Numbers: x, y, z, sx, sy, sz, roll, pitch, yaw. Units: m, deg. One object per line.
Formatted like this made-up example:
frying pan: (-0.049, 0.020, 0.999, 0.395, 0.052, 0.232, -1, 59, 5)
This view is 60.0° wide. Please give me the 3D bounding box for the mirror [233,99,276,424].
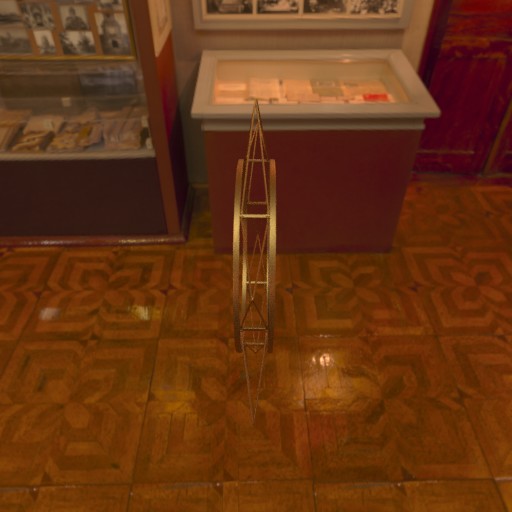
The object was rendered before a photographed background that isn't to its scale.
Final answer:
mirror: (0.000, 0.000, 0.810, 0.062, 0.581, 0.498, 1, 41, 1)
